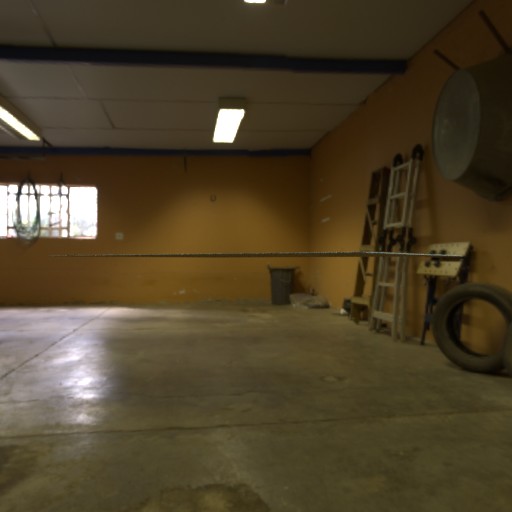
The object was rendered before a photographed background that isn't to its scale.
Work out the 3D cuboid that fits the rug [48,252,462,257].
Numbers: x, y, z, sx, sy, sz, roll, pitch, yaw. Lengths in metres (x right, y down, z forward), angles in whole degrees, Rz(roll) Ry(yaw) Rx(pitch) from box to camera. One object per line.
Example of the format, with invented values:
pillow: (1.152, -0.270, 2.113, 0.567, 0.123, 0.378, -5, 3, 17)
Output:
rug: (0.000, 0.000, 4.272, 3.200, 0.007, 2.443, 0, -1, 36)
